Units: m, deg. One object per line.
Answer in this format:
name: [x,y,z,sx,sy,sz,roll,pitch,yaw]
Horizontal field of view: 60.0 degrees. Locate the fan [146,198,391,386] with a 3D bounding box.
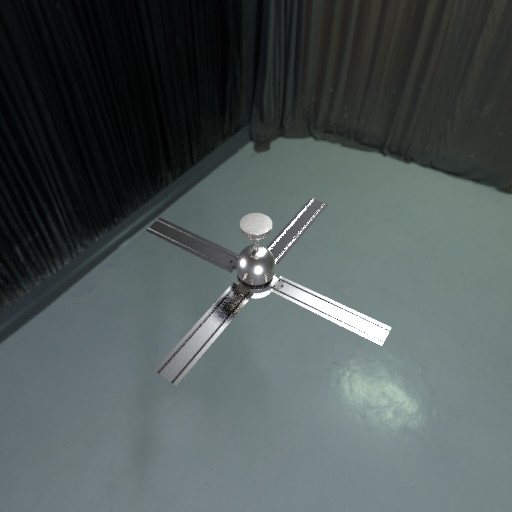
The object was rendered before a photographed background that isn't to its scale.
fan: [0.000,0.000,2.080,1.346,0.406,1.346,24,50,21]
